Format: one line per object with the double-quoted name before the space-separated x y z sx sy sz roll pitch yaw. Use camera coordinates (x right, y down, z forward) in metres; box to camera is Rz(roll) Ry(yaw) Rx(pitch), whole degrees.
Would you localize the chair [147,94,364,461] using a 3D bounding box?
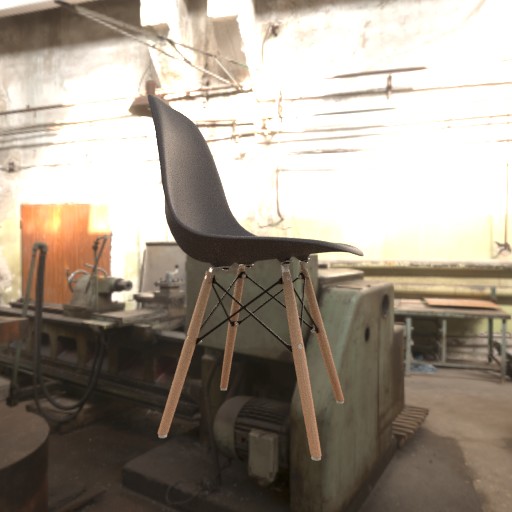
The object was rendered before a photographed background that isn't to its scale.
"chair" 0.000 0.000 1.131 0.533 0.826 0.470 0 1 19
